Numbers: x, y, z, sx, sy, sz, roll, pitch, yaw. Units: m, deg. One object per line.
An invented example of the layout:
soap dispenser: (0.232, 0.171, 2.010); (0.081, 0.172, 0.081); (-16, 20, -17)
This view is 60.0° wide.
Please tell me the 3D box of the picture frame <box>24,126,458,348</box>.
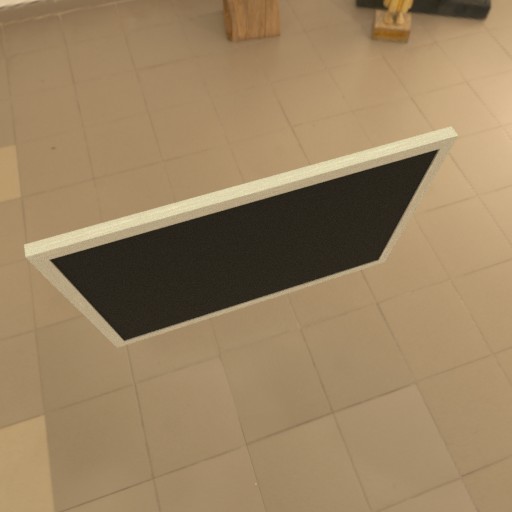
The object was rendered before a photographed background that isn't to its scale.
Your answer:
picture frame: (0.000, 0.000, 1.215); (0.950, 0.640, 0.029); (-17, 64, -8)
